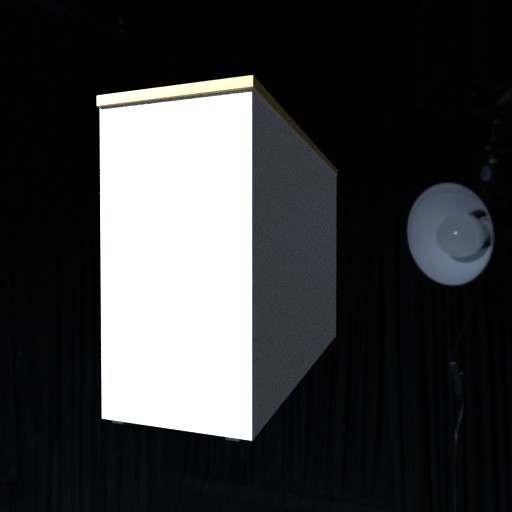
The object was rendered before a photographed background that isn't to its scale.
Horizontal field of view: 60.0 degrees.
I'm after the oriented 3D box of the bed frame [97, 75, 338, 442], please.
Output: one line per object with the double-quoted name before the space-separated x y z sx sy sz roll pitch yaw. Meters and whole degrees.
"bed frame" 0.000 0.000 1.700 0.430 0.850 1.300 0 1 19
